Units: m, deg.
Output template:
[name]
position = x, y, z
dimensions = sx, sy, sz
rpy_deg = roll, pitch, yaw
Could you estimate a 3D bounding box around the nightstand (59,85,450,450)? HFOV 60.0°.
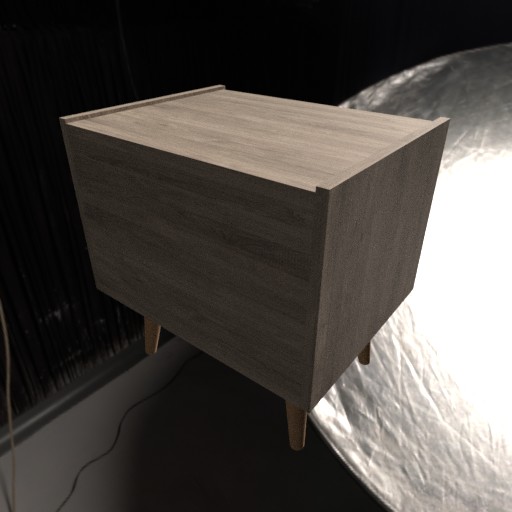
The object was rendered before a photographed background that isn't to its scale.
[nightstand]
position = 0.000, 0.000, 0.817
dimensions = 0.480, 0.500, 0.380
rpy_deg = 22, 37, 32
